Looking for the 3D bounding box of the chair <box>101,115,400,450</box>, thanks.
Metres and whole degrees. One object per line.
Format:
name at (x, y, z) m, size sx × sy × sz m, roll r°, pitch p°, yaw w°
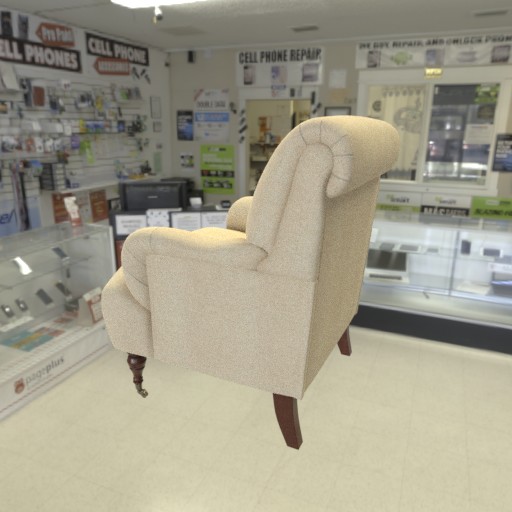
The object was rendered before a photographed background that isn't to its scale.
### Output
chair at (0.000, 0.000, 1.574) m, size 0.842 × 0.944 × 0.766 m, roll 8°, pitch 18°, yaw 24°
